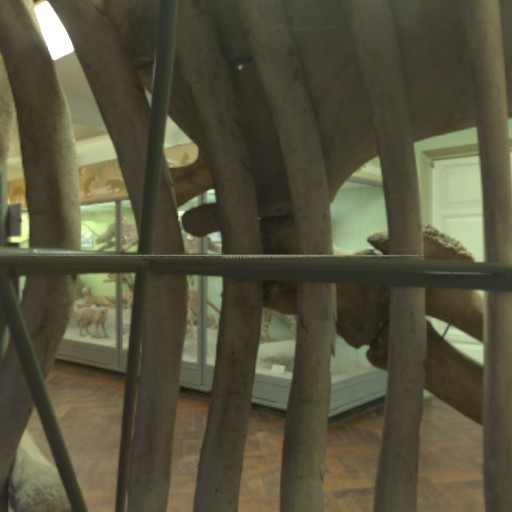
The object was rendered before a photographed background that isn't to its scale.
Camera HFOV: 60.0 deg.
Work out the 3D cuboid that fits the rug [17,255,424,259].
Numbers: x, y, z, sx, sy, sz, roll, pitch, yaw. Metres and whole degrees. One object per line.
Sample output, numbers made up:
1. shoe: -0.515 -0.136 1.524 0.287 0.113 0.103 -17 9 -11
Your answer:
1. rug: 0.000 0.000 3.005 1.533 0.011 2.439 0 0 37
